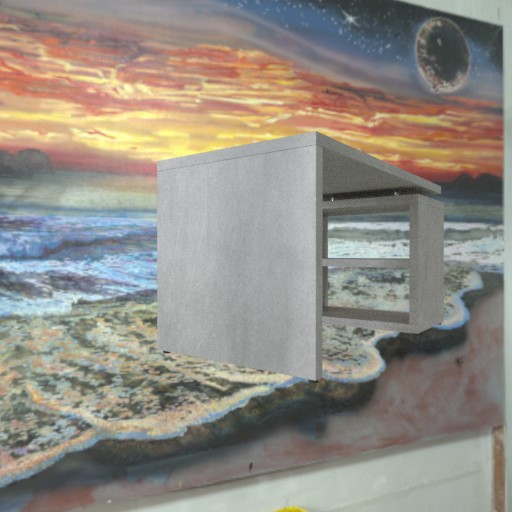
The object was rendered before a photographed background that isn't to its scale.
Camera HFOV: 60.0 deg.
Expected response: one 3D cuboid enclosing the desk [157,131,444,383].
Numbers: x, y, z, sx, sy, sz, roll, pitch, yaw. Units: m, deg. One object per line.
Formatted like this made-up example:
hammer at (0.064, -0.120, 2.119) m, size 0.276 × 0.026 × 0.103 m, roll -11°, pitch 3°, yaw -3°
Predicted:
desk at (0.000, 0.000, 2.303) m, size 1.500 × 0.740 × 1.400 m, roll 0°, pitch 0°, yaw 37°
